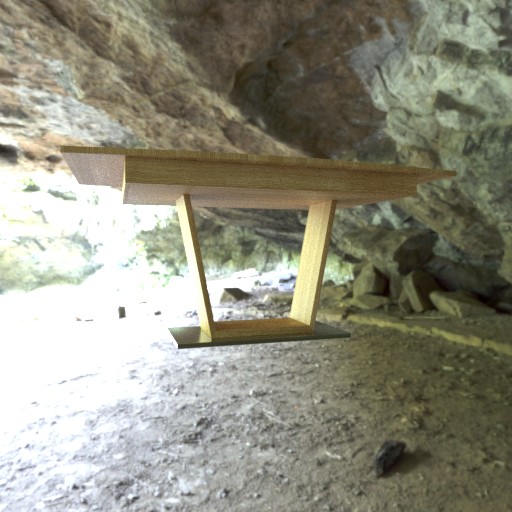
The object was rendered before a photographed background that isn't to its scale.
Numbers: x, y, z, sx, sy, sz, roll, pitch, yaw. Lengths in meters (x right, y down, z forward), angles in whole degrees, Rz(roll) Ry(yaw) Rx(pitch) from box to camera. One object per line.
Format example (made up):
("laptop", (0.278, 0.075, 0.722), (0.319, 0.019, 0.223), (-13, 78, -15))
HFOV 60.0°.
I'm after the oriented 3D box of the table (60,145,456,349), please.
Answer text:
("table", (0.000, 0.000, 2.074), (1.598, 0.748, 0.900), (0, 1, -17))
